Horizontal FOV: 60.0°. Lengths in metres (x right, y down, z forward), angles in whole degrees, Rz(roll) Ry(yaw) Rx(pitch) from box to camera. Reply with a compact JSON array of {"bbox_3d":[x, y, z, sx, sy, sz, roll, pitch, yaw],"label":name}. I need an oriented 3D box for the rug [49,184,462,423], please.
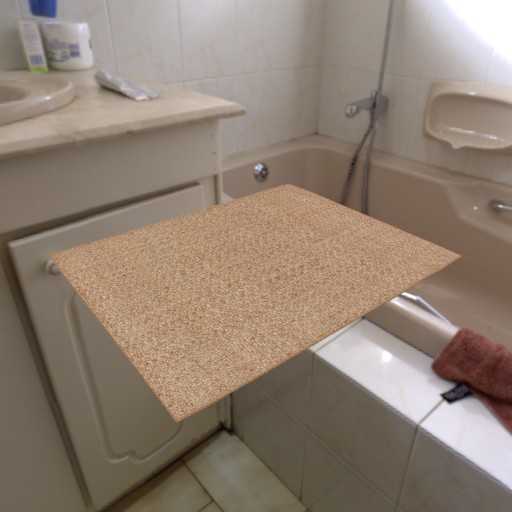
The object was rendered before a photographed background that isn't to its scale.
[{"bbox_3d":[0.000,0.000,4.134,3.048,0.013,2.439,-22,36,-33],"label":"rug"}]
